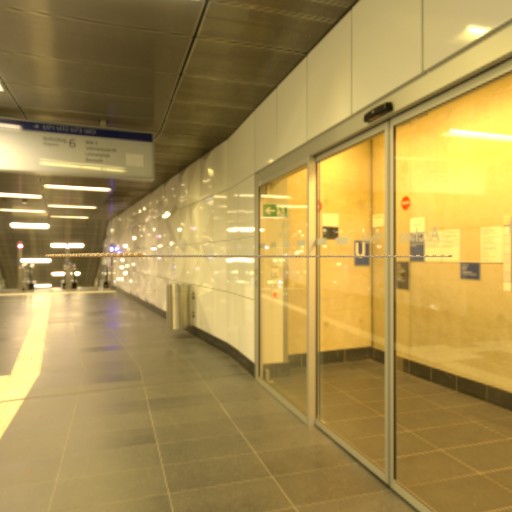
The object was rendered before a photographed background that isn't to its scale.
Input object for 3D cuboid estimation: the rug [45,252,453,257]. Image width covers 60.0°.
[{"bbox_3d":[0.000,0.000,3.106,2.433,0.022,1.556,0,0,-37],"label":"rug"}]
